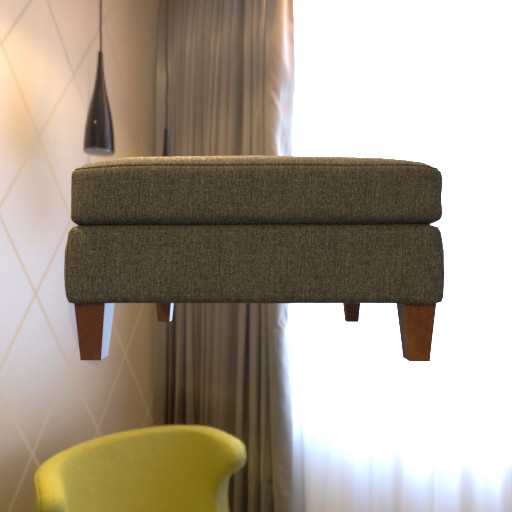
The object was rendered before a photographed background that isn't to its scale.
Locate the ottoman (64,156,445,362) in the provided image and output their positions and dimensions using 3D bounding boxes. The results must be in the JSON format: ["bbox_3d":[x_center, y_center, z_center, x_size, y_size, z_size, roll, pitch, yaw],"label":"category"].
[{"bbox_3d":[0.000,0.000,1.357,0.838,0.481,0.838,0,-2,1],"label":"ottoman"}]
